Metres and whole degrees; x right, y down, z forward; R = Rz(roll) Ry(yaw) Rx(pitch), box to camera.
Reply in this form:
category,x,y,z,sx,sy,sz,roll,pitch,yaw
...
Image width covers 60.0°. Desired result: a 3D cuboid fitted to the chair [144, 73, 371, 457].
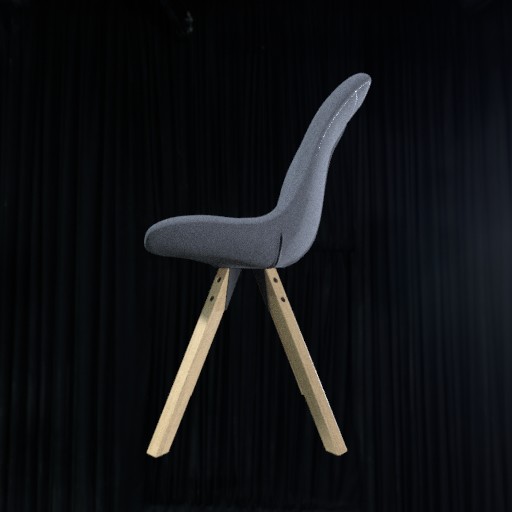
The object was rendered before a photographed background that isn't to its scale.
category,x,y,z,sx,sy,sz,roll,pitch,yaw
chair,0.000,0.000,1.157,0.550,0.850,0.485,0,-1,-1
